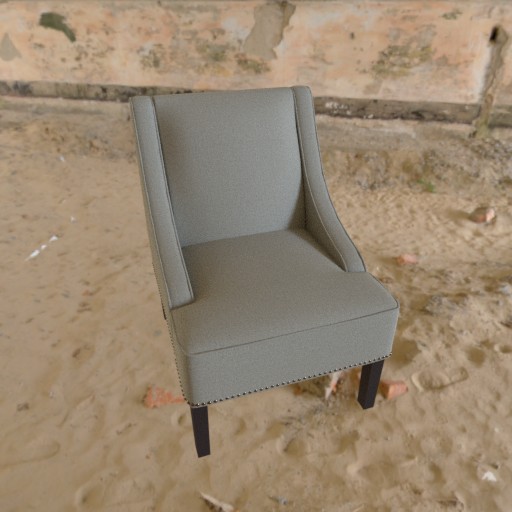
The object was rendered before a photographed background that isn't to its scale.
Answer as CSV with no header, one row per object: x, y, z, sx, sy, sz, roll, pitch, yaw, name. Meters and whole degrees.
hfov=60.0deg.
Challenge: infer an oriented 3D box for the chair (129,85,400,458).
0.000,0.000,1.388,0.610,0.864,0.737,-10,33,-16,chair
